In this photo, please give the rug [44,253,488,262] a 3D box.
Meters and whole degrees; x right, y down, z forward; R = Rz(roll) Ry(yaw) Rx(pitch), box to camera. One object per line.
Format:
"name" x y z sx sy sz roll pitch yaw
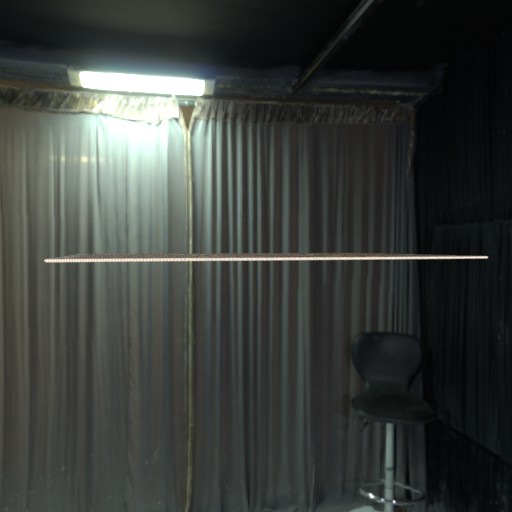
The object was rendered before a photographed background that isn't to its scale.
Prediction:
"rug" 0.000 0.000 2.887 2.290 0.014 1.526 0 1 -17
